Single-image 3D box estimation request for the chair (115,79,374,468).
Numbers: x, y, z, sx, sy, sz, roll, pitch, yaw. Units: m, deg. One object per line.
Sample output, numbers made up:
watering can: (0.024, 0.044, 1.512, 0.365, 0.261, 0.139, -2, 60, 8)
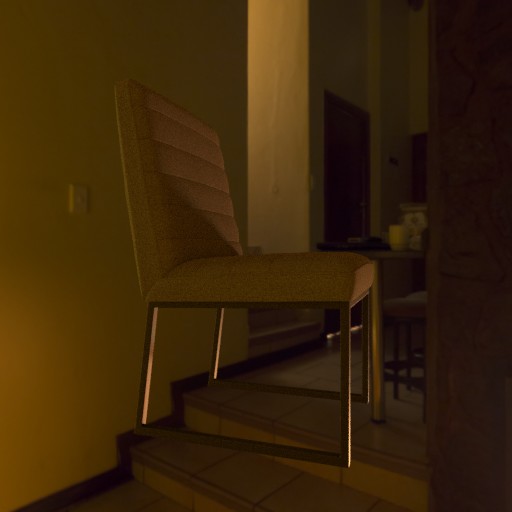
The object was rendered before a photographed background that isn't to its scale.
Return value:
chair: (0.000, 0.000, 1.289, 0.634, 0.930, 0.520, 0, 1, 20)
